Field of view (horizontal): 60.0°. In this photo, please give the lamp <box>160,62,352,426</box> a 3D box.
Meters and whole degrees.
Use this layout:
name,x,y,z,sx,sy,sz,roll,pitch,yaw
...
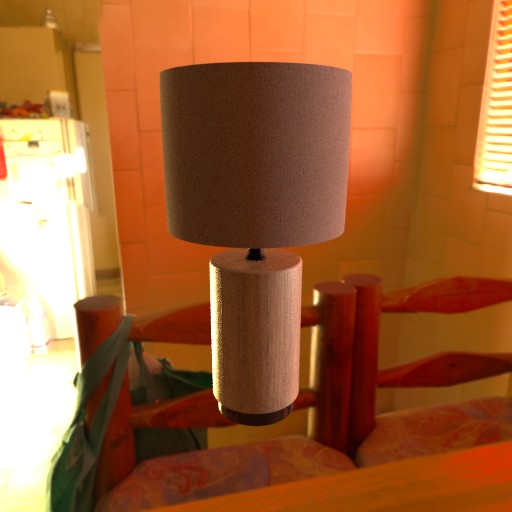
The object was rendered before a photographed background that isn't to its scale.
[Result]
name,x,y,z,sx,sy,sz,roll,pitch,yaw
lamp,0.000,0.000,0.588,0.228,0.444,0.228,-15,21,-43
